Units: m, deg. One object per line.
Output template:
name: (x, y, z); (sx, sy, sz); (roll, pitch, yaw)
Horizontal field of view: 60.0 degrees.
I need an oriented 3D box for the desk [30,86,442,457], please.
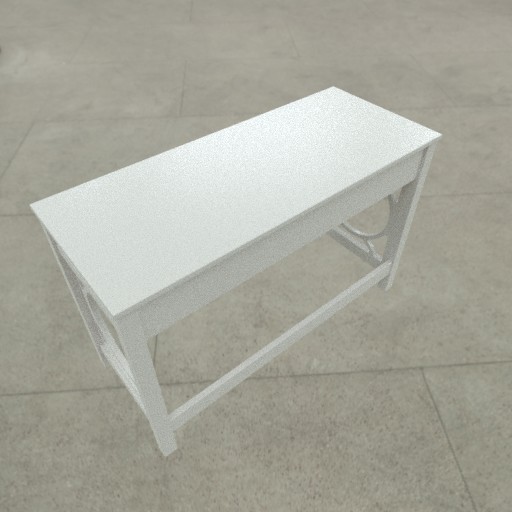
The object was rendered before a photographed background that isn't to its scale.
desk: (0.000, 0.000, 1.600); (1.191, 0.762, 0.504); (-30, 52, -27)
